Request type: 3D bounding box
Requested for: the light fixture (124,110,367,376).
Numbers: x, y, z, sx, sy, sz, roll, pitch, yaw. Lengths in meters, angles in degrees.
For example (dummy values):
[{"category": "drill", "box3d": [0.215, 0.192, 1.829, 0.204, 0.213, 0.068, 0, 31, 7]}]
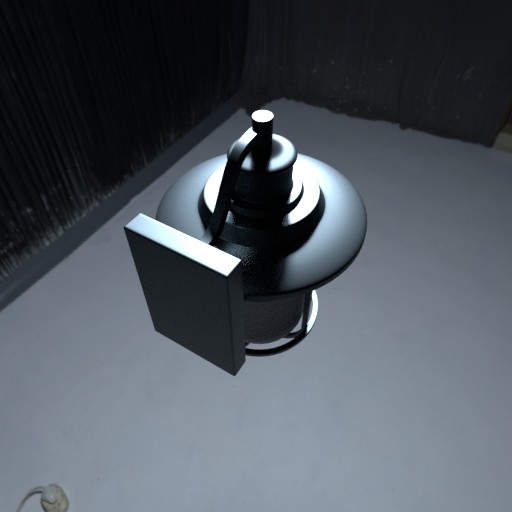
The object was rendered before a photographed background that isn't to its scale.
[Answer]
[{"category": "light fixture", "box3d": [0.000, 0.000, 0.511, 0.222, 0.345, 0.252, 24, 52, 21]}]
